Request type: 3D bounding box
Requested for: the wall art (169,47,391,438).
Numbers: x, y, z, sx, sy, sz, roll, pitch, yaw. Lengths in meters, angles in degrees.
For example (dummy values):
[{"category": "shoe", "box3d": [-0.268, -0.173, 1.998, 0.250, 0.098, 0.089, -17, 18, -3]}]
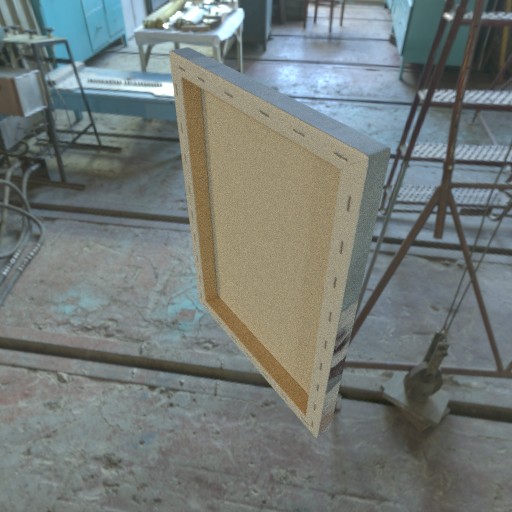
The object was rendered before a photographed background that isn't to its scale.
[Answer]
[{"category": "wall art", "box3d": [0.000, 0.000, 0.813, 0.037, 0.613, 0.455, -25, 47, -26]}]
